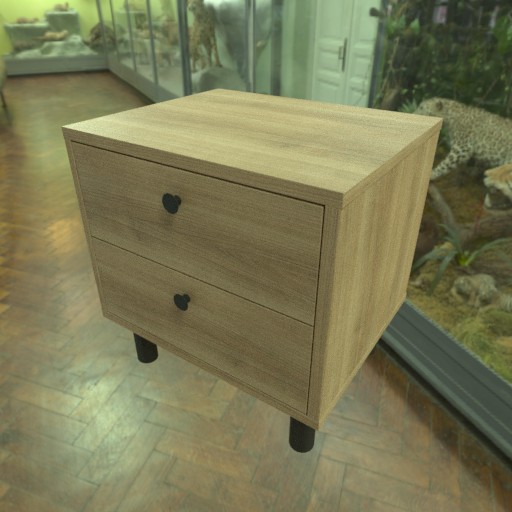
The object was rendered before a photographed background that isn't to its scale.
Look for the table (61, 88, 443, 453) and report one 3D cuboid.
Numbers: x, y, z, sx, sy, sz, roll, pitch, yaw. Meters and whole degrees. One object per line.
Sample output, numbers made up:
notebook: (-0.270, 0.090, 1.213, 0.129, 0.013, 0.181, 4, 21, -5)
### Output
table: (0.000, 0.000, 0.777, 0.445, 0.460, 0.380, 19, 36, 29)
